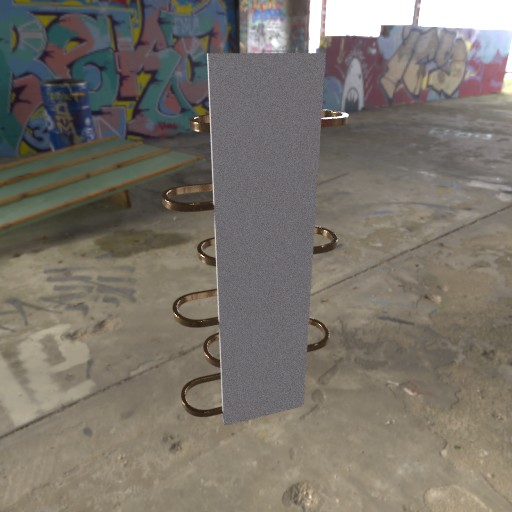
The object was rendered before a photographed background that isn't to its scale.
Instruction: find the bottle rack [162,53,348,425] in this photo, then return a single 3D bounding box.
[{"bbox_3d":[0.000,0.000,0.849,0.332,0.709,0.118,-8,27,-17],"label":"bottle rack"}]
